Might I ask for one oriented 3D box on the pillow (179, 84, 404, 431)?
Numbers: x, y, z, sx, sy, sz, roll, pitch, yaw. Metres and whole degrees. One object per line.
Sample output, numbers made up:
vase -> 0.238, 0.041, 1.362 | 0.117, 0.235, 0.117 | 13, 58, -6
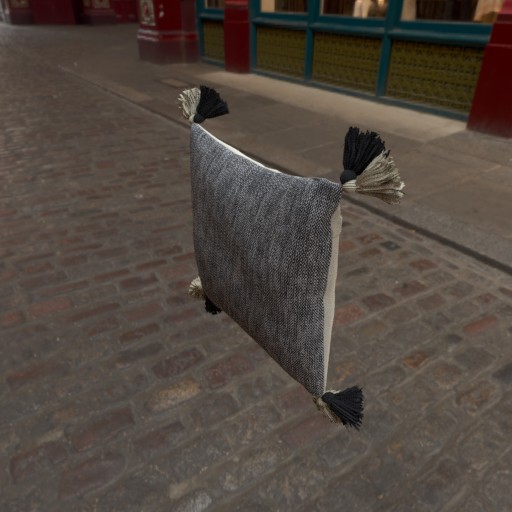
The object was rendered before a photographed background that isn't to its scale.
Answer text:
pillow -> 0.000, 0.000, 0.982 | 0.170, 0.659, 0.654 | -21, 38, -31
